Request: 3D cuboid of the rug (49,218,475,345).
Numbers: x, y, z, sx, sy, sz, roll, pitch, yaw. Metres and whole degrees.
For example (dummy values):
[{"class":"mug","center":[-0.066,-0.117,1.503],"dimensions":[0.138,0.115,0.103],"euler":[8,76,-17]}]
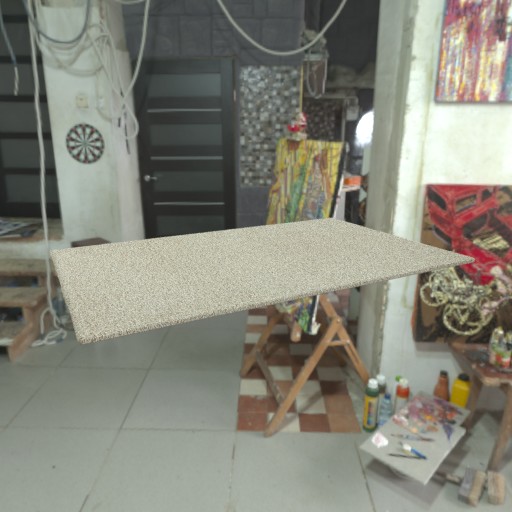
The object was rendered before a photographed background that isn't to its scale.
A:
[{"class":"rug","center":[0.000,0.000,2.982],"dimensions":[2.438,0.030,1.524],"euler":[-9,18,-27]}]
